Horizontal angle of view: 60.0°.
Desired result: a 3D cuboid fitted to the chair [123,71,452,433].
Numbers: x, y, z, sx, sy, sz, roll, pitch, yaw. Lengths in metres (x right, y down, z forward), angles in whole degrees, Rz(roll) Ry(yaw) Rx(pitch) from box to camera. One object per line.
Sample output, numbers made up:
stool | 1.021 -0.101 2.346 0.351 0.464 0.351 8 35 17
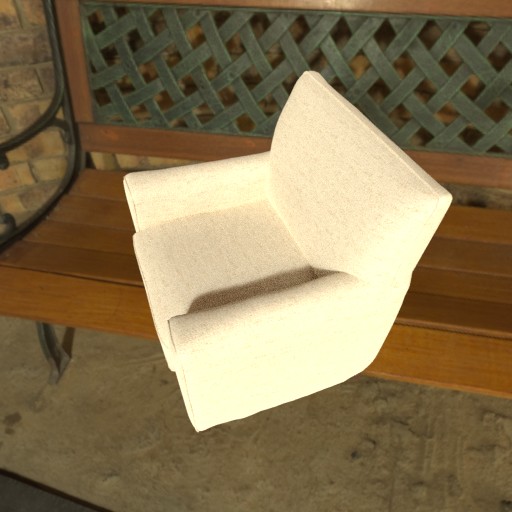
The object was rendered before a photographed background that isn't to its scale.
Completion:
chair | 0.000 0.000 1.626 0.823 0.943 0.870 -15 48 -14
